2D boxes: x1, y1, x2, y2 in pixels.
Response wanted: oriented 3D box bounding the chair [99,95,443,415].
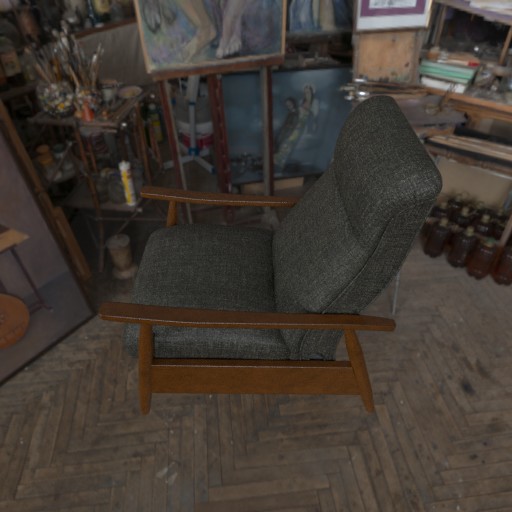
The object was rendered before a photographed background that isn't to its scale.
[{"bbox_3d":[0.000,0.000,1.747,1.014,1.082,0.762,0,41,0],"label":"chair"}]
